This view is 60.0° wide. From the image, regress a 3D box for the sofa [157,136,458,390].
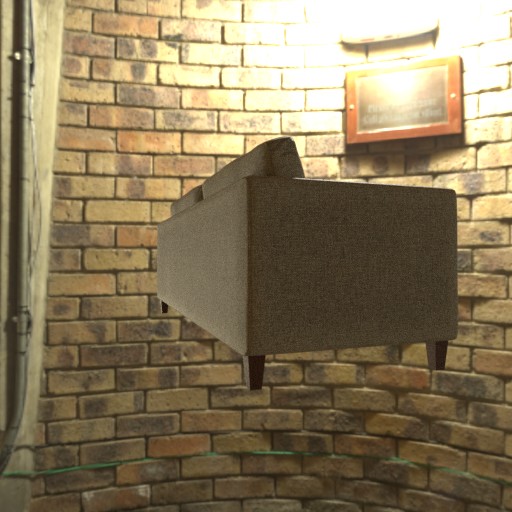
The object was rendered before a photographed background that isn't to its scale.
[{"bbox_3d":[0.000,0.000,2.783,0.948,0.951,2.434,0,0,-20],"label":"sofa"}]
